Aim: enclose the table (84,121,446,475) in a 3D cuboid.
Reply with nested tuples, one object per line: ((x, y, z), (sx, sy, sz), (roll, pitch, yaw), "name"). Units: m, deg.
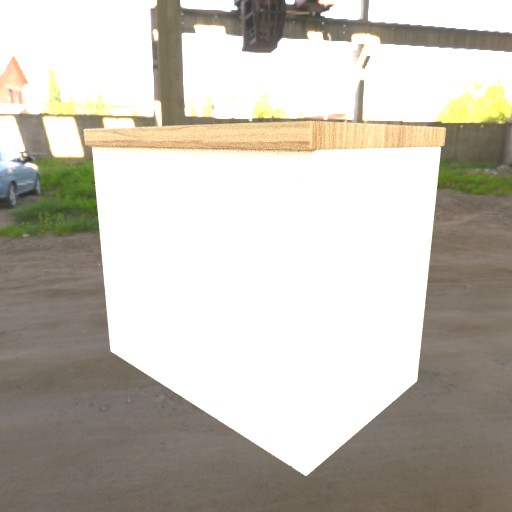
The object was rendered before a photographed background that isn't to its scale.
((0.000, 0.000, 0.794), (0.500, 0.440, 0.360), (14, 20, 42), "table")
